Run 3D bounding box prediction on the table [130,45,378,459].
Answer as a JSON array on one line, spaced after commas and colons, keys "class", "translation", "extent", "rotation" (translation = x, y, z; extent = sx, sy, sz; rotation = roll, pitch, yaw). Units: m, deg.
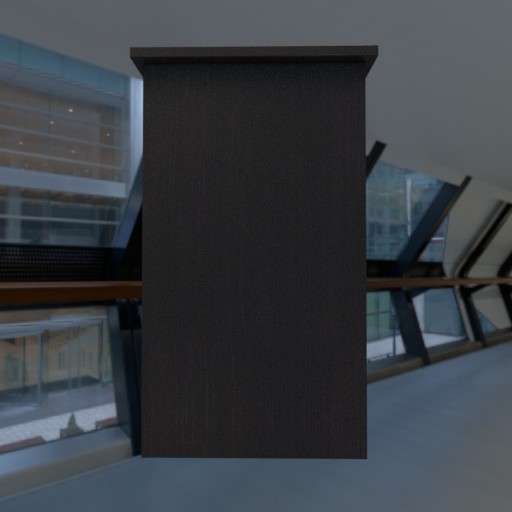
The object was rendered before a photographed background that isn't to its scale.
[{"class": "table", "translation": [0.000, 0.000, 0.913], "extent": [0.381, 0.635, 0.480], "rotation": [0, -1, 1]}]
